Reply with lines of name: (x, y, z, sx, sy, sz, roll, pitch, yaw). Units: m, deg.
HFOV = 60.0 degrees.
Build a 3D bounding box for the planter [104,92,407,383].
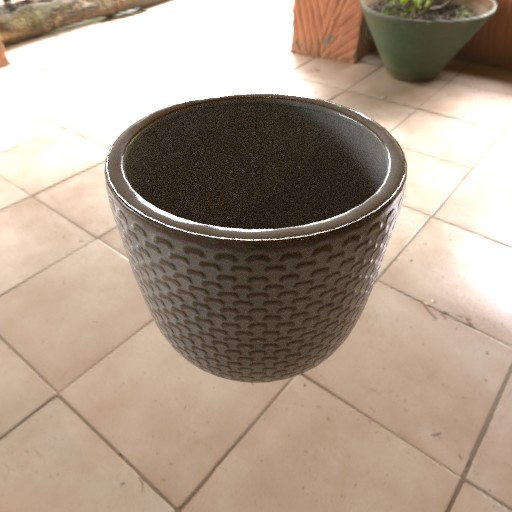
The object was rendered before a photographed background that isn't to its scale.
planter: (0.000, 0.000, 0.354, 0.197, 0.191, 0.197, 0, 42, 0)
